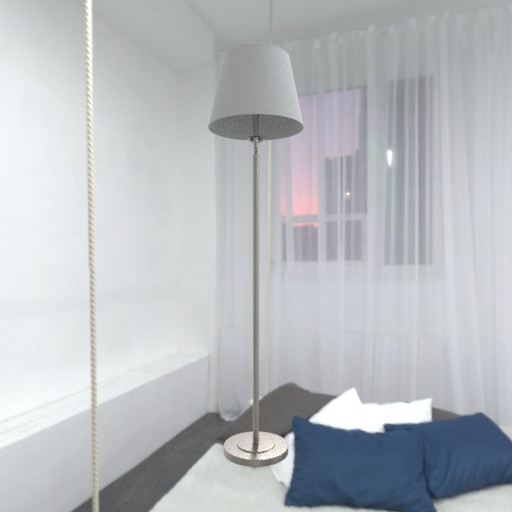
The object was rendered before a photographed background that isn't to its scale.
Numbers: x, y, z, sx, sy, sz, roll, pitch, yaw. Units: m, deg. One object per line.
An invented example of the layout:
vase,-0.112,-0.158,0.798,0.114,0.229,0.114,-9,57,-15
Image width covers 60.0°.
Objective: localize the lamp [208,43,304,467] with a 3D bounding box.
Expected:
lamp,0.000,0.000,1.664,0.355,1.473,0.355,0,1,0
